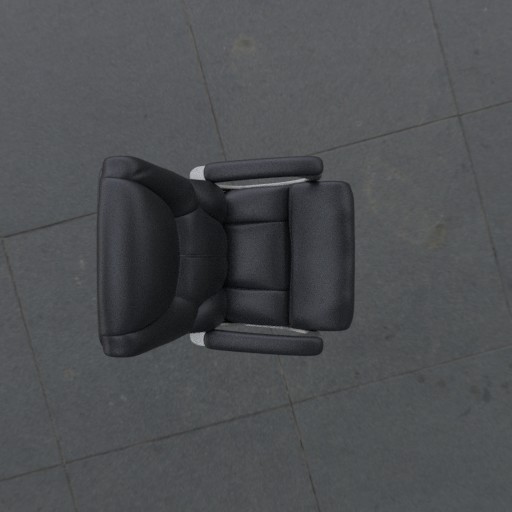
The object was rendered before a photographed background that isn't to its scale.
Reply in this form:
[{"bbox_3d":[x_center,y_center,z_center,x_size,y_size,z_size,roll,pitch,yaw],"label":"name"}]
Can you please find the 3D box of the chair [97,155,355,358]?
[{"bbox_3d":[0.000,0.000,1.565,0.739,1.155,0.663,0,90,0],"label":"chair"}]
